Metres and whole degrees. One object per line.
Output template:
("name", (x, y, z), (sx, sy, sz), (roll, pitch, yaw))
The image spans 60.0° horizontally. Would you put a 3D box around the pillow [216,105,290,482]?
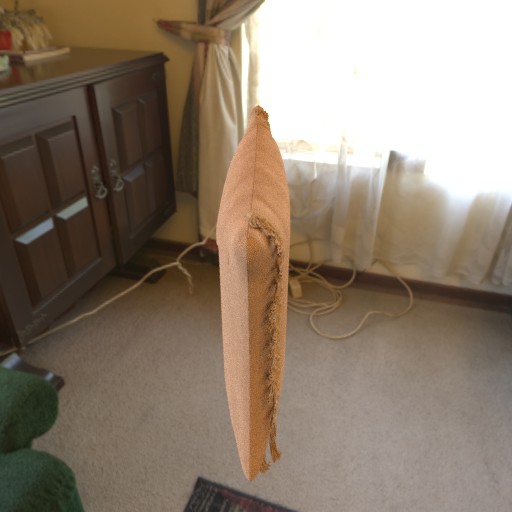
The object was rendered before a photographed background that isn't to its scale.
("pillow", (0.000, 0.000, 0.601), (0.084, 0.305, 0.466), (1, 31, 1))
